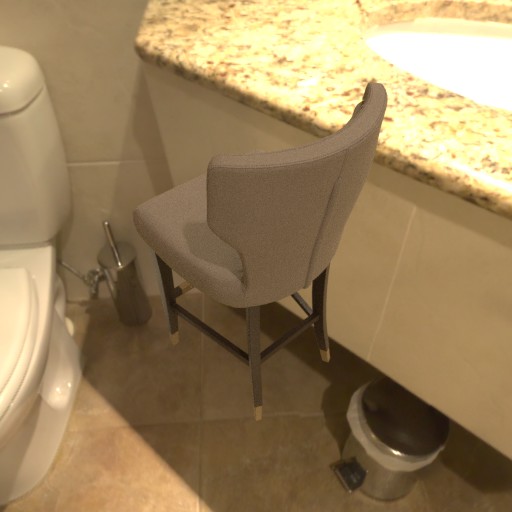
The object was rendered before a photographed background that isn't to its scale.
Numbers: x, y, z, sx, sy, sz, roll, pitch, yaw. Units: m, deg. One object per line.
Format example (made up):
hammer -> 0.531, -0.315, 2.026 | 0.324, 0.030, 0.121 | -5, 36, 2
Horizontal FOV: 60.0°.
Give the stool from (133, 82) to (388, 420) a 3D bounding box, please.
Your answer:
stool -> 0.000, 0.000, 1.399 | 0.526, 1.092, 0.563 | -32, 54, -27
